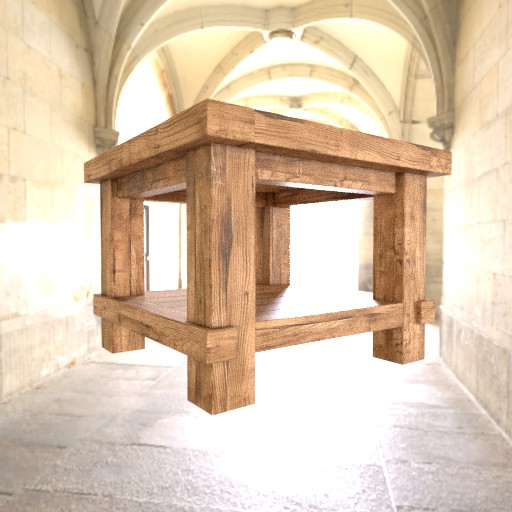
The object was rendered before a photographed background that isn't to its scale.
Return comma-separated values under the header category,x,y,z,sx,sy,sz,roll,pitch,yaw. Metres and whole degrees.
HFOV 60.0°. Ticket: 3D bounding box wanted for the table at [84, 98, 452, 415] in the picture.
category,x,y,z,sx,sy,sz,roll,pitch,yaw
table,0.000,0.000,1.036,0.610,0.457,0.610,-1,2,-36
